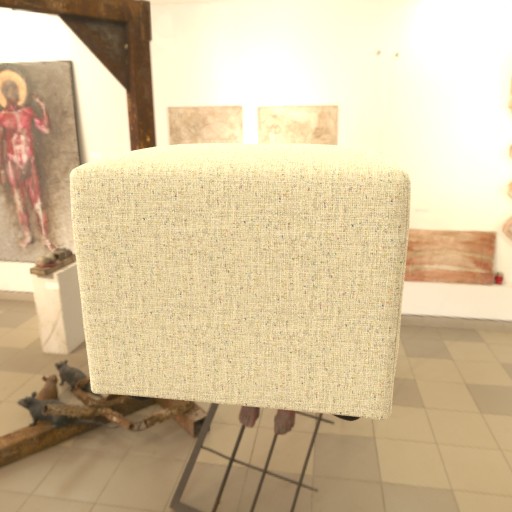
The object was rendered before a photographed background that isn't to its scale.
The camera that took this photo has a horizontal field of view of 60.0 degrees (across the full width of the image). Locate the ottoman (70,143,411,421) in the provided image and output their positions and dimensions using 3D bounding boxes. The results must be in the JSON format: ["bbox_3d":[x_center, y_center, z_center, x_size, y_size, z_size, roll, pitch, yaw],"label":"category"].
[{"bbox_3d":[0.000,0.000,0.921,0.521,0.453,0.512,2,16,8],"label":"ottoman"}]
